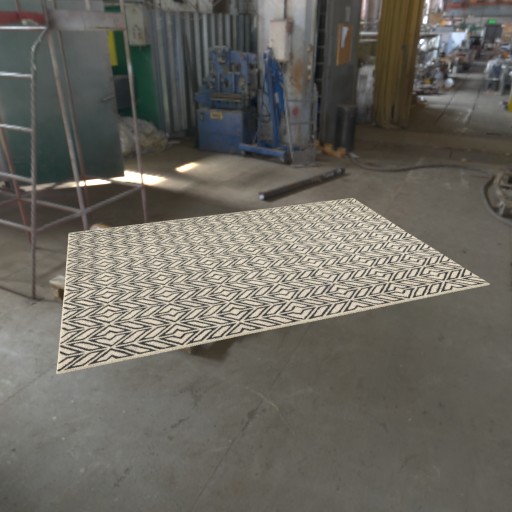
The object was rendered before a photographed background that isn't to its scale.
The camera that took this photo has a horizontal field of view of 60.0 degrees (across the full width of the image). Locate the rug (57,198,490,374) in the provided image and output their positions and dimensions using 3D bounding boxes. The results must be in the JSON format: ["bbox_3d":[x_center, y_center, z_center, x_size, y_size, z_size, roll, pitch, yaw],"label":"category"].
[{"bbox_3d":[0.000,0.000,2.262,1.828,0.007,1.220,-9,28,-17],"label":"rug"}]
